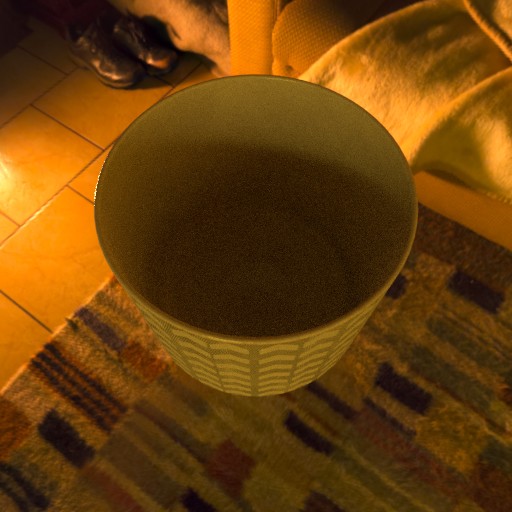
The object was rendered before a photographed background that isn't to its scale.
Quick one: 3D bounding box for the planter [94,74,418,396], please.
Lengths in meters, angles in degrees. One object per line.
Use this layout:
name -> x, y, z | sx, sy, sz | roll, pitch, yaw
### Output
planter -> 0.000, 0.000, 0.451 | 0.250, 0.239, 0.250 | 0, 63, 0
